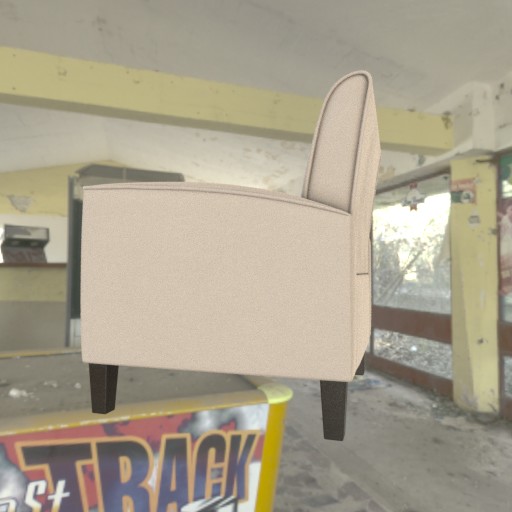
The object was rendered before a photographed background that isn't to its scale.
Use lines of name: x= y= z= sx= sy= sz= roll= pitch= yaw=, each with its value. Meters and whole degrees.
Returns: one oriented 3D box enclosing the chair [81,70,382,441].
chair: x=0.000 y=0.000 z=1.525 sx=0.820 sy=0.915 sz=0.820 roll=-1 pitch=-2 yaw=17
